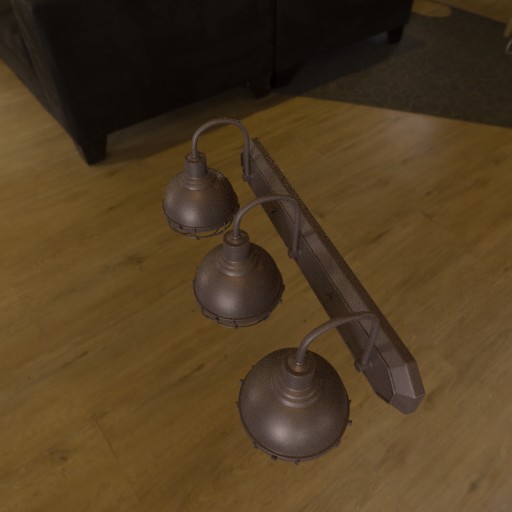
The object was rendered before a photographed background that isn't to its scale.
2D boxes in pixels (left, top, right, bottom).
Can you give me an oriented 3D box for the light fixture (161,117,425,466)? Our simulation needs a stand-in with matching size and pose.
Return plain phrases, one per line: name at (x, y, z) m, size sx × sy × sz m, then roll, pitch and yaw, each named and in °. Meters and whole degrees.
light fixture at (0.000, 0.000, 0.755) m, size 0.229 × 0.254 × 0.634 m, roll -16°, pitch 49°, yaw -14°
